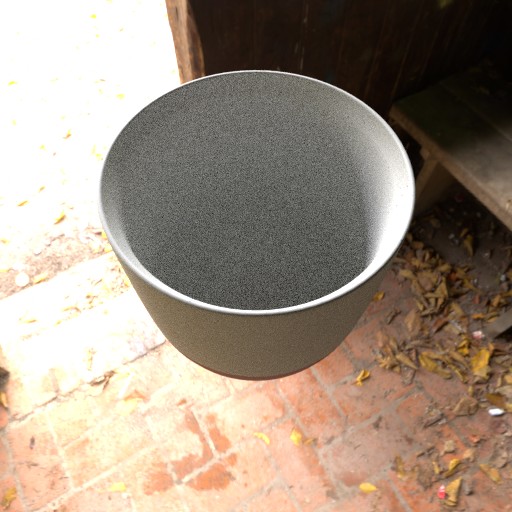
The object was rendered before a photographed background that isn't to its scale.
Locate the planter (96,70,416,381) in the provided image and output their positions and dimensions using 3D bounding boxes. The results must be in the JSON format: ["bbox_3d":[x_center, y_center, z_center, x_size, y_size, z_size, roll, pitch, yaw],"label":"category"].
[{"bbox_3d":[0.000,0.000,0.378,0.204,0.214,0.204,0,59,0],"label":"planter"}]
